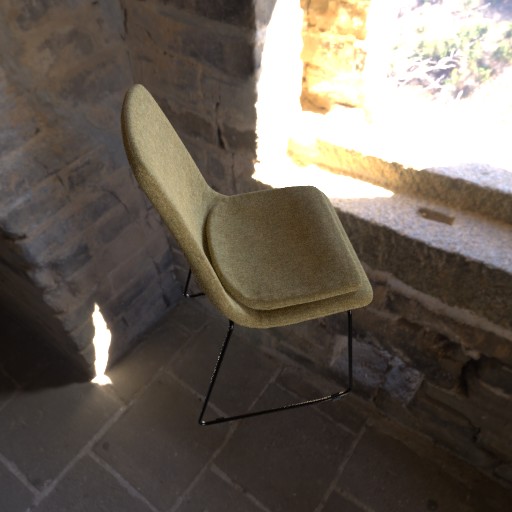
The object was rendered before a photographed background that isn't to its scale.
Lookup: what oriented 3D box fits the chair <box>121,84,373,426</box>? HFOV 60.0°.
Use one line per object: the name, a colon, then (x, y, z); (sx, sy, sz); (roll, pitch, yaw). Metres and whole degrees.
chair: (0.000, 0.000, 1.131); (0.496, 0.849, 0.479); (-8, 48, -8)
